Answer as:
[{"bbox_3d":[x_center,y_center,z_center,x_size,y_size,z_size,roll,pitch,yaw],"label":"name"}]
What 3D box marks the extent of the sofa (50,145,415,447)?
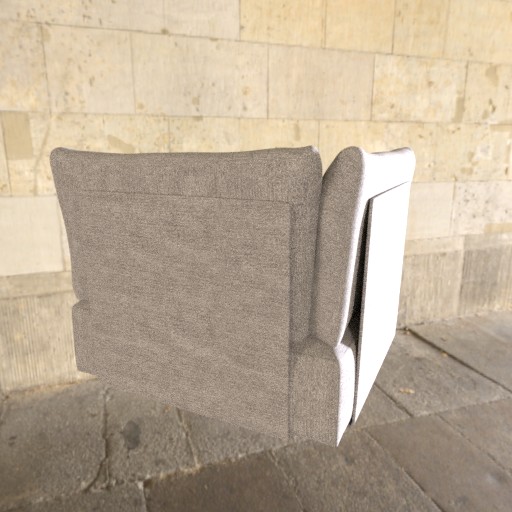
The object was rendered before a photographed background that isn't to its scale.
[{"bbox_3d":[0.000,0.000,1.703,1.000,0.820,1.000,7,15,25],"label":"sofa"}]
